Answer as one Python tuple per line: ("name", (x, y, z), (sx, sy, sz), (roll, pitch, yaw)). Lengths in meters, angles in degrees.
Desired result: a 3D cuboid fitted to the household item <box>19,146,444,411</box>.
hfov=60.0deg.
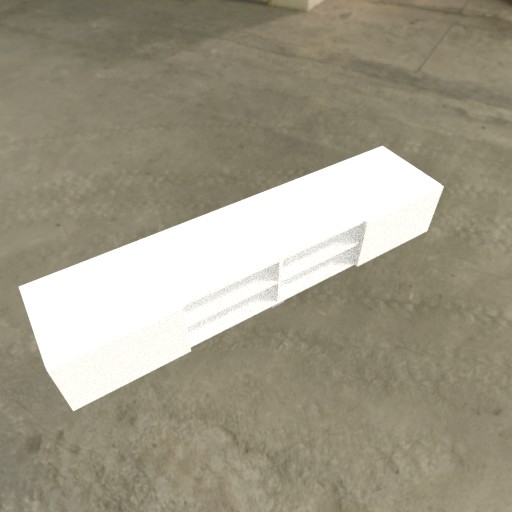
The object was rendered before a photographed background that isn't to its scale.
("household item", (0.000, 0.000, 2.001), (1.850, 0.310, 0.420), (-24, 50, -22))
